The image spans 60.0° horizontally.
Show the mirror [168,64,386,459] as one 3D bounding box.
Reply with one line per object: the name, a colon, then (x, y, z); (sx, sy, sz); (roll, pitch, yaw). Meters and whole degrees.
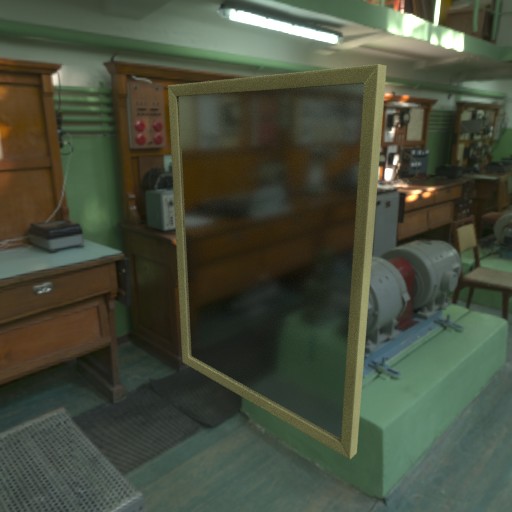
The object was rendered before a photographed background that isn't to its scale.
mirror: (0.000, 0.000, 1.355); (0.762, 1.016, 0.040); (15, 22, 42)
